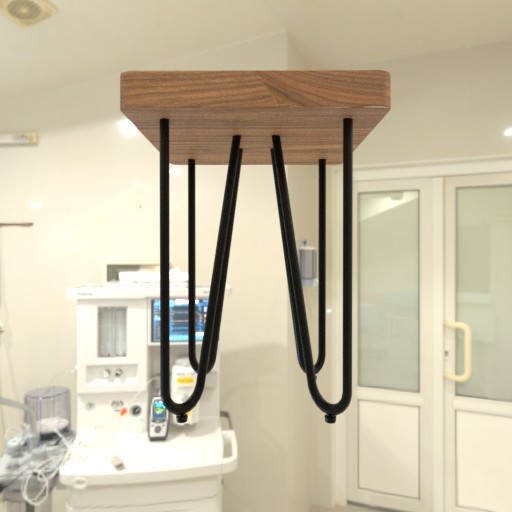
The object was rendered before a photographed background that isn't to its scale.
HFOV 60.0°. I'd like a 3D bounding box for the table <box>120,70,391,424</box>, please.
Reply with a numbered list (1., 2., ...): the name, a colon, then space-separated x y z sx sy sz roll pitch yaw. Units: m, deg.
1. table: 0.000 0.000 1.003 0.480 0.641 0.479 0 0 0
